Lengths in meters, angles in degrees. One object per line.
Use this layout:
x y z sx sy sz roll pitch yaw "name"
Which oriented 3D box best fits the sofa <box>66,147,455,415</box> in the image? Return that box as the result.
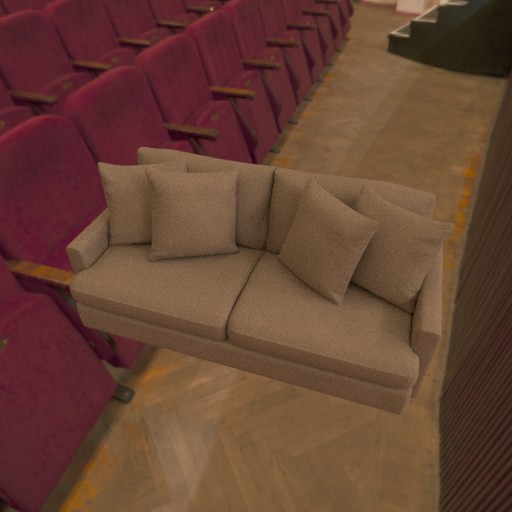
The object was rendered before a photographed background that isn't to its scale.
0.000 0.000 3.029 2.380 1.084 1.228 12 42 14 "sofa"
